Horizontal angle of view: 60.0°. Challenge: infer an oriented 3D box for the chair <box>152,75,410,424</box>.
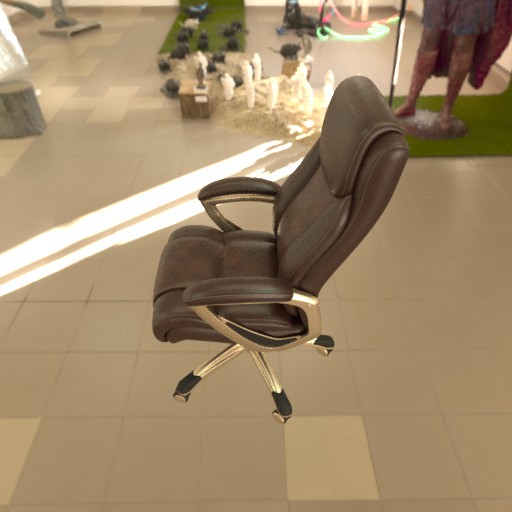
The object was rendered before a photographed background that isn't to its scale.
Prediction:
[{"bbox_3d":[0.000,0.000,1.616,0.749,1.194,0.692,-1,40,-1],"label":"chair"}]
